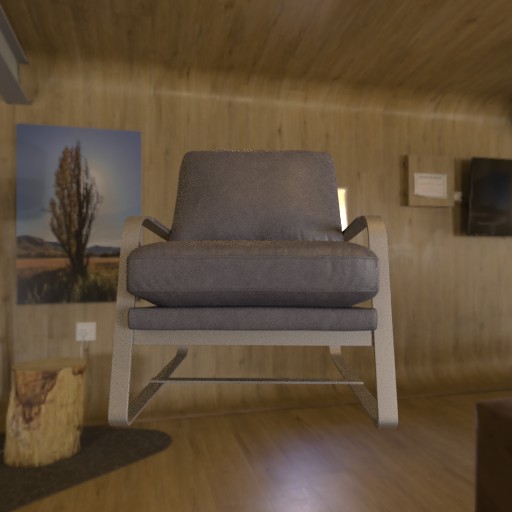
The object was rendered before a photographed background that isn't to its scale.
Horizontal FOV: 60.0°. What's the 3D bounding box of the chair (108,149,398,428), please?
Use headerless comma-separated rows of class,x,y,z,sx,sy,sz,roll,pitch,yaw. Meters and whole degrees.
chair,0.000,0.000,1.454,0.692,0.839,0.878,0,-1,1
